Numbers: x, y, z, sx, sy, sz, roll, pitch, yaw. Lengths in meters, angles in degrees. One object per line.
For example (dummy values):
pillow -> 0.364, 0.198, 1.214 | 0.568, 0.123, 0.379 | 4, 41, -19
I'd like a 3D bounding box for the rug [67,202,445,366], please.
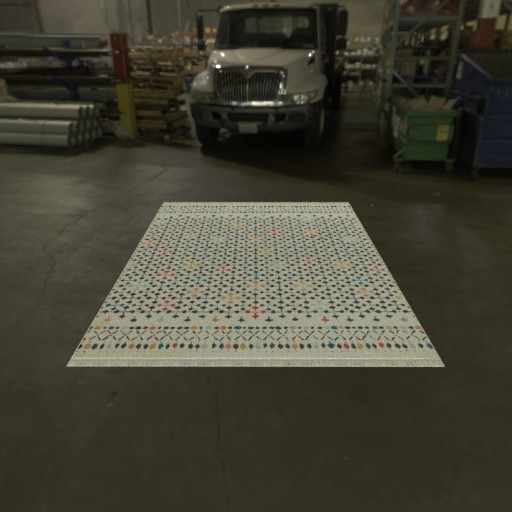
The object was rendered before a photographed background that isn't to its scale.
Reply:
rug -> 0.000, 0.000, 4.198 | 2.354, 0.007, 3.196 | 0, 25, 0
